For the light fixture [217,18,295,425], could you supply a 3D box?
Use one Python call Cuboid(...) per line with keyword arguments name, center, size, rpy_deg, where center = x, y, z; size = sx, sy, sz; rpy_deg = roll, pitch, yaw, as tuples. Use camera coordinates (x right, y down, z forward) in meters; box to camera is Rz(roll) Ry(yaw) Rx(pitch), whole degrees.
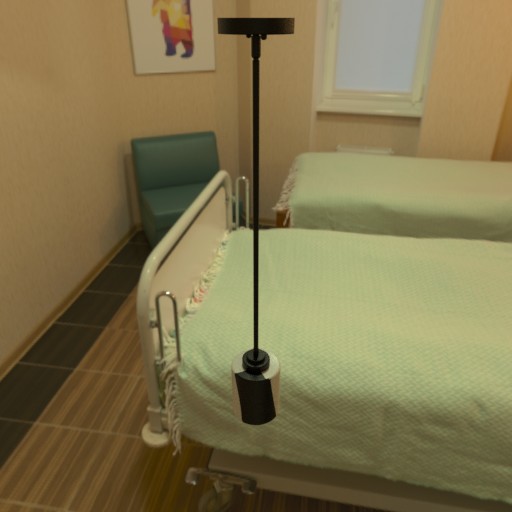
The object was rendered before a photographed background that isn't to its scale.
Cuboid(name="light fixture", center=(0.000, 0.000, 0.912), size=(0.123, 0.863, 0.123), rpy_deg=(-10, 30, -18))
